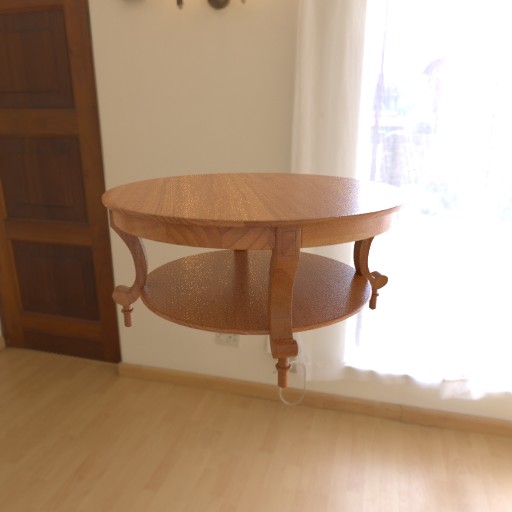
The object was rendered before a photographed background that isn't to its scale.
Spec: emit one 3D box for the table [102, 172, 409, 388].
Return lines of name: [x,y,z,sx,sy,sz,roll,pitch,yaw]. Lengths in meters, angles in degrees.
table: [0.000,0.000,1.624,1.029,0.490,1.029,0,17,0]
